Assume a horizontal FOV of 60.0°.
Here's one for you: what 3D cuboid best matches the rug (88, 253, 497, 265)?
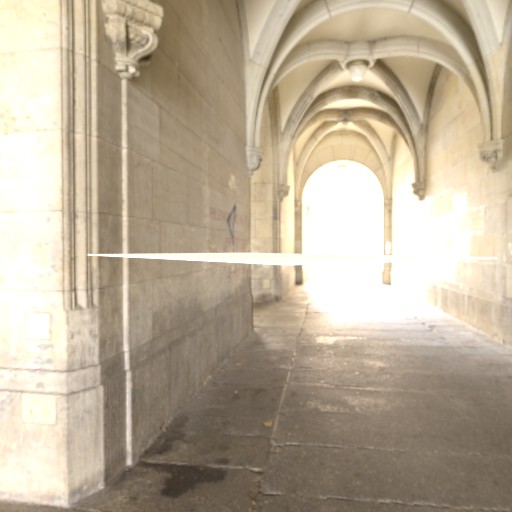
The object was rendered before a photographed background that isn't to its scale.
[{"bbox_3d":[0.000,0.000,2.982,1.524,0.008,2.440,-1,1,-36],"label":"rug"}]
